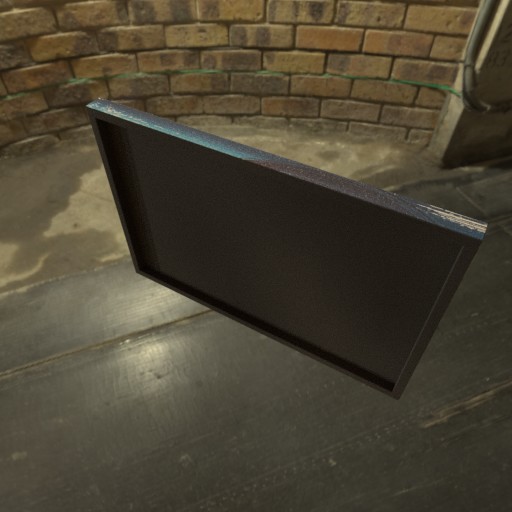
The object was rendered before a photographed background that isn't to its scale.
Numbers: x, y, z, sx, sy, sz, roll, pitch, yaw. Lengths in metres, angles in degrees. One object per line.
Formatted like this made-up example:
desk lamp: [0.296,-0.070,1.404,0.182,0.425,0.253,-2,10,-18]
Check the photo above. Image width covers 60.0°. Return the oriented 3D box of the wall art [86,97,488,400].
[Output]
wall art: [0.000,0.000,0.761,0.609,0.406,0.033,23,51,20]
